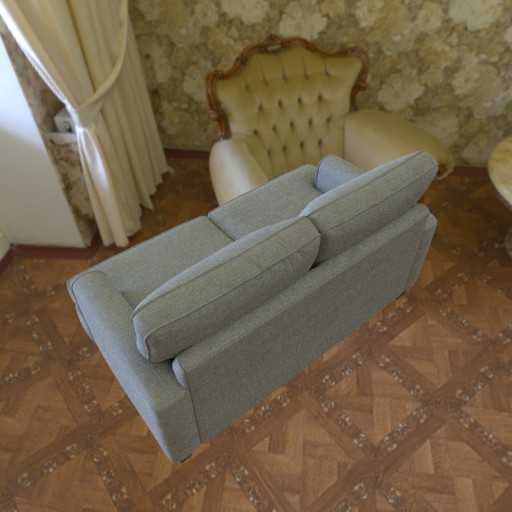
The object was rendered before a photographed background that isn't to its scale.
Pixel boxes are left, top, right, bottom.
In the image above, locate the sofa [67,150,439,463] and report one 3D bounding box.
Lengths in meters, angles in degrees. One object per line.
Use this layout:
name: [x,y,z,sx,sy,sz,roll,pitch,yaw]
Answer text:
sofa: [0.000,0.000,2.205,1.651,0.965,0.965,-30,52,-26]
